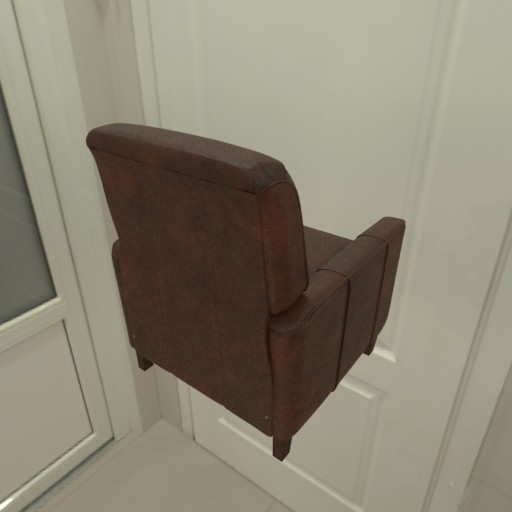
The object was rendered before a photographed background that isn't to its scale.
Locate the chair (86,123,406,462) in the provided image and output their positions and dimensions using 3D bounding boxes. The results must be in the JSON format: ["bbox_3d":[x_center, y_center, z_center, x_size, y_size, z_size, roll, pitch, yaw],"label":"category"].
[{"bbox_3d":[0.000,0.000,1.659,0.843,1.043,0.836,21,35,32],"label":"chair"}]
